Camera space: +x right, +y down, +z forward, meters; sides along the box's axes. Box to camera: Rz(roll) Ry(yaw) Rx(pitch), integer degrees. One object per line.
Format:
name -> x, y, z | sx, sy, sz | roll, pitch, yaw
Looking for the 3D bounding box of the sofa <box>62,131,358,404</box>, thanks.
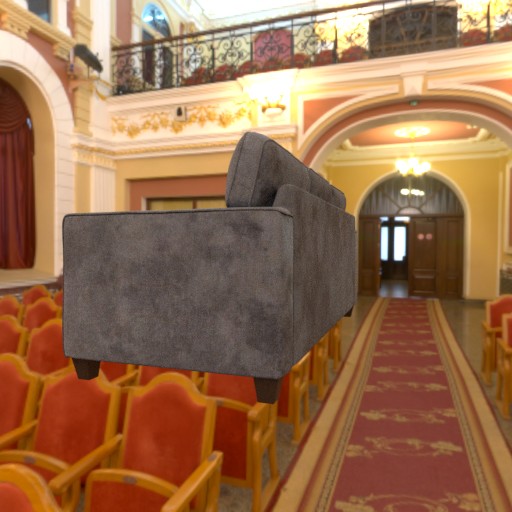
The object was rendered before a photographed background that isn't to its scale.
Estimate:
sofa -> 0.000, 0.000, 2.599 | 0.939, 0.965, 2.133 | 0, 1, 19
